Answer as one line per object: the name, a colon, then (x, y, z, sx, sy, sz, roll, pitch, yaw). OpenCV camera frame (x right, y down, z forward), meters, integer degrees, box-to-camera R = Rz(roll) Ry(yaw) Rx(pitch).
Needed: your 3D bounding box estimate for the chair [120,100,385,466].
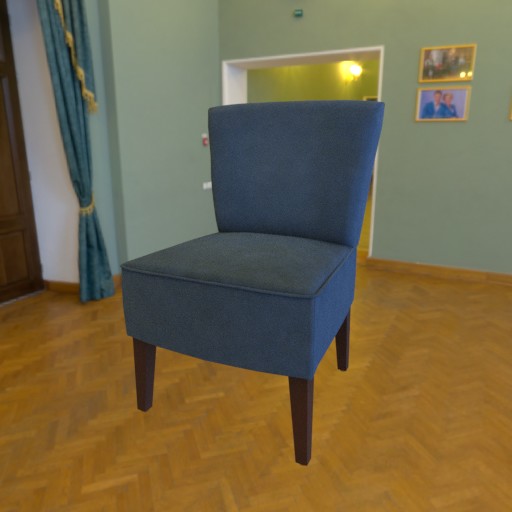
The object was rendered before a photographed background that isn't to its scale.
chair: (0.000, 0.000, 1.173, 0.521, 0.806, 0.551, 7, 17, 25)
